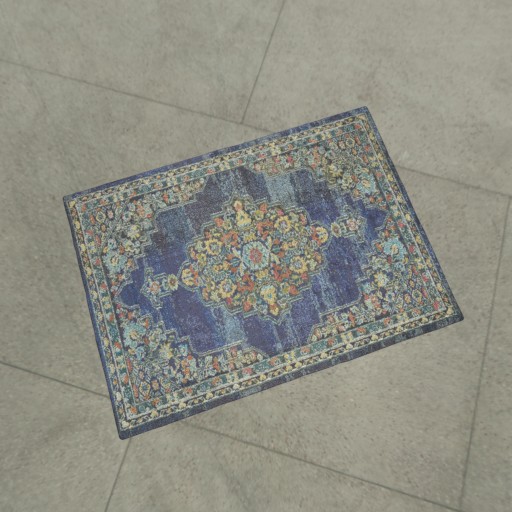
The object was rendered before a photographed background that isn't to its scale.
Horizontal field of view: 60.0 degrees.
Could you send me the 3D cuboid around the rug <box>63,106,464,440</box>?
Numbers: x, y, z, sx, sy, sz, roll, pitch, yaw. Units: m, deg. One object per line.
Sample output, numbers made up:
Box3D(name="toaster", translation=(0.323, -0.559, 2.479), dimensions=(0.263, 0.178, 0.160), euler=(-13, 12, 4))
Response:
Box3D(name="rug", translation=(0.000, 0.000, 2.896), dimensions=(2.232, 0.009, 1.630), euler=(-18, 75, -5))
